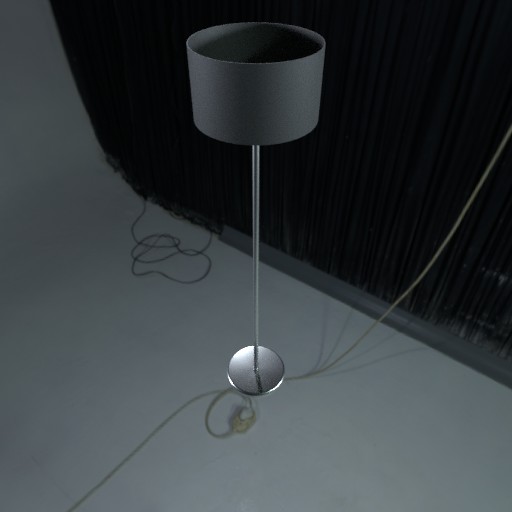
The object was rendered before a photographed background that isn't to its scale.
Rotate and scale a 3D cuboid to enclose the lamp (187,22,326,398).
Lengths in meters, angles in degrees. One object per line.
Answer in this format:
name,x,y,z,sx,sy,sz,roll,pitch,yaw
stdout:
lamp,0.000,0.000,1.593,0.348,1.443,0.348,24,47,25
